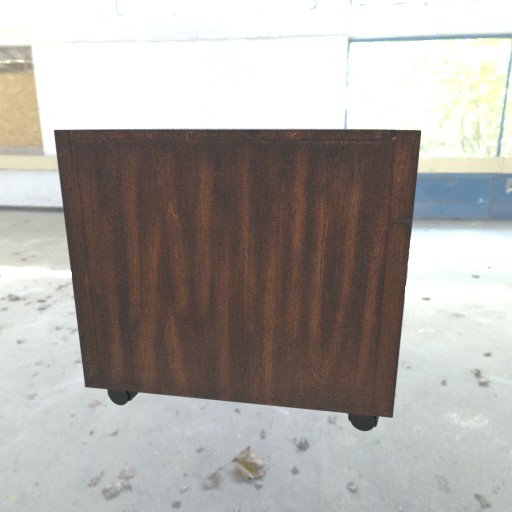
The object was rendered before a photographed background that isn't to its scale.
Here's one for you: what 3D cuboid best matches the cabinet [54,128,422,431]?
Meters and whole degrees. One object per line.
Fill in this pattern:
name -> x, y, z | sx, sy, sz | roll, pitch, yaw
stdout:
cabinet -> 0.000, 0.000, 0.826 | 0.500, 0.455, 0.402 | 3, 16, 9
